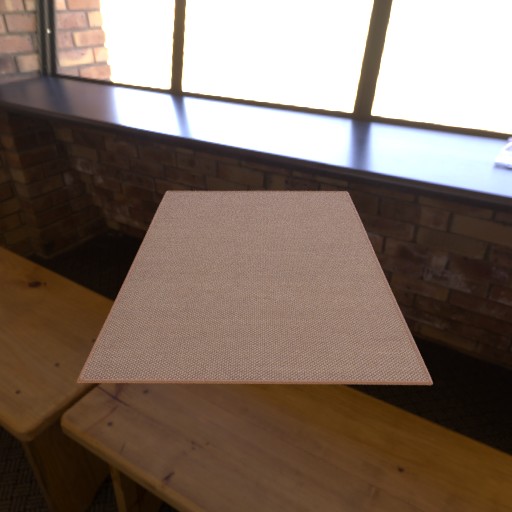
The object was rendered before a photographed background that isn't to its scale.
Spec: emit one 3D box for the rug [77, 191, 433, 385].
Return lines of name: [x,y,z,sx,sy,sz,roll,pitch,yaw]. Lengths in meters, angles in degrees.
rug: [0.000,0.000,2.799,1.524,0.013,2.134,0,31,0]
